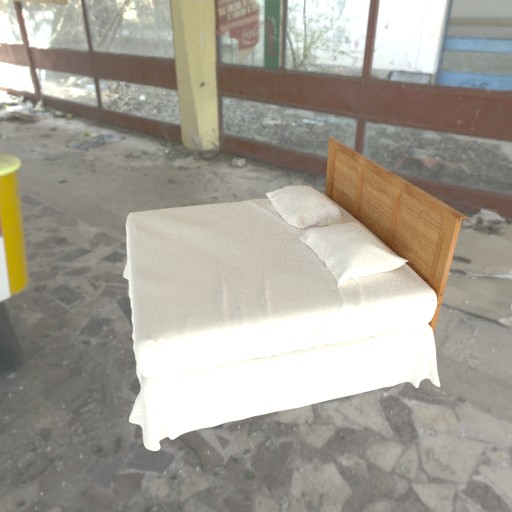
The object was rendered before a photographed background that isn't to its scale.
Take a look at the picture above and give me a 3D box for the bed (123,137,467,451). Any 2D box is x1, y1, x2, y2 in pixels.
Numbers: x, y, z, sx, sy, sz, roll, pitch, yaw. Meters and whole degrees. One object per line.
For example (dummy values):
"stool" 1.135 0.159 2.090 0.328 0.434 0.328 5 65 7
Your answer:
"bed" 0.000 0.000 3.589 2.215 1.270 2.317 -8 30 -14
